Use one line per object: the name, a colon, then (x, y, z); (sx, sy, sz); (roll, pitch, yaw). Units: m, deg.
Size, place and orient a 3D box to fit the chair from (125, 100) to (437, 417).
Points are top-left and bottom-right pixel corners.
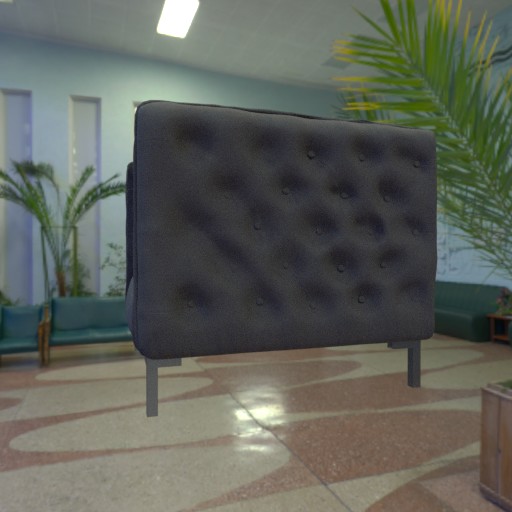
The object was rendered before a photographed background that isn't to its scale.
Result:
chair: (0.000, 0.000, 1.626); (0.913, 0.807, 0.946); (0, 1, -18)
